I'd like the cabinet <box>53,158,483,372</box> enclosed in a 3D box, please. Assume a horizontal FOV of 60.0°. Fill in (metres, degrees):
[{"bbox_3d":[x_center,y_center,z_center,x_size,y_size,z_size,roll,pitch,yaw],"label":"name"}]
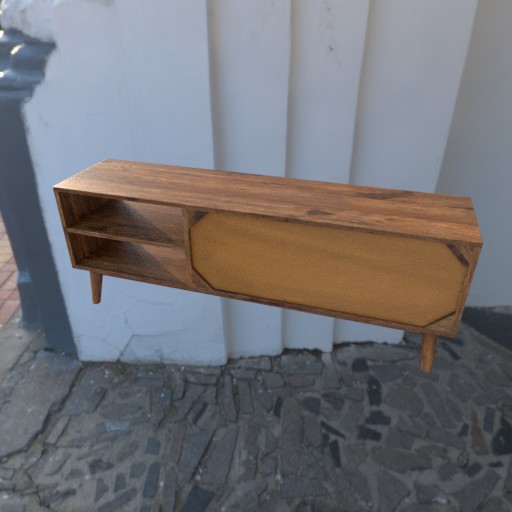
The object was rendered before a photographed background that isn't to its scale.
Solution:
[{"bbox_3d":[0.000,0.000,1.711,1.448,0.528,0.349,9,31,15],"label":"cabinet"}]
